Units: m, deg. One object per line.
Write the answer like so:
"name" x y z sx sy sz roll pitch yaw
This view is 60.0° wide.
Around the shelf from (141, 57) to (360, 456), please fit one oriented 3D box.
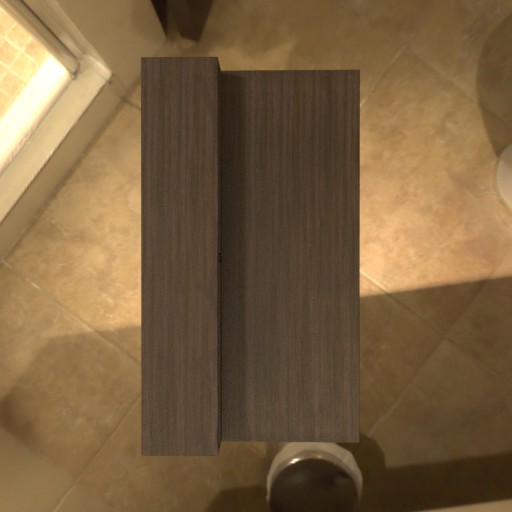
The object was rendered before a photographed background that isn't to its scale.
"shelf" 0.000 0.000 1.756 0.685 0.865 1.212 0 90 1
